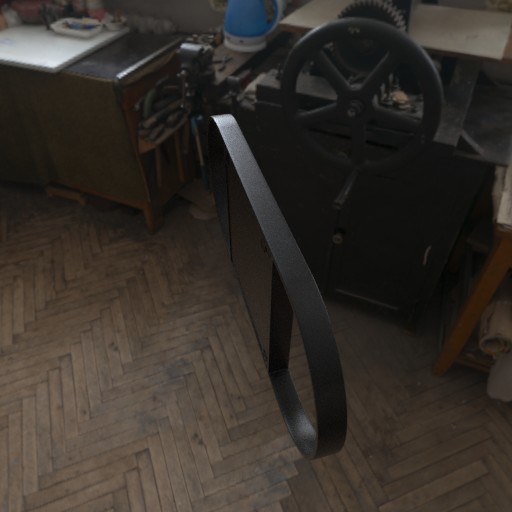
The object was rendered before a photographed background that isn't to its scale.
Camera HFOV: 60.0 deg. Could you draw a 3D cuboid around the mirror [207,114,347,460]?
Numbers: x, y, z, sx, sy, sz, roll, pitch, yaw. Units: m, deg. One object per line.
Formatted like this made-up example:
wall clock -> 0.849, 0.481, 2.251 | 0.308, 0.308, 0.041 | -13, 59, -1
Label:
mirror -> 0.000, 0.000, 0.659 | 0.032, 0.254, 0.584 | -11, 46, -11
